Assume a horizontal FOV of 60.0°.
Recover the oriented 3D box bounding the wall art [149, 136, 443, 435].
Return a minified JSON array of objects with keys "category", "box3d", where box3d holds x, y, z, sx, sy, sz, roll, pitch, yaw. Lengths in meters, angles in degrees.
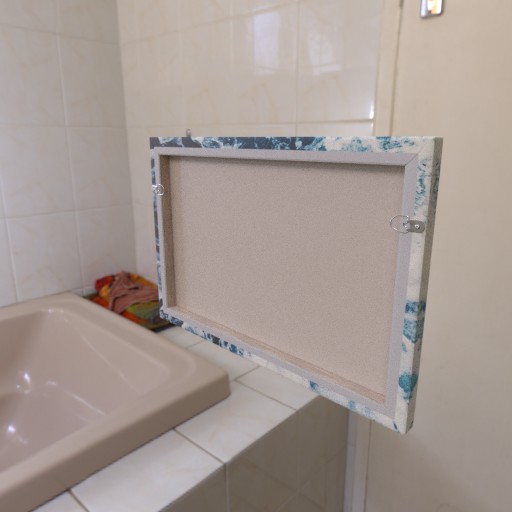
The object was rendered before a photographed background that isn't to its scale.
[{"category":"wall art","box3d":[0.000,0.000,1.176,0.915,0.610,0.042,14,20,43]}]
